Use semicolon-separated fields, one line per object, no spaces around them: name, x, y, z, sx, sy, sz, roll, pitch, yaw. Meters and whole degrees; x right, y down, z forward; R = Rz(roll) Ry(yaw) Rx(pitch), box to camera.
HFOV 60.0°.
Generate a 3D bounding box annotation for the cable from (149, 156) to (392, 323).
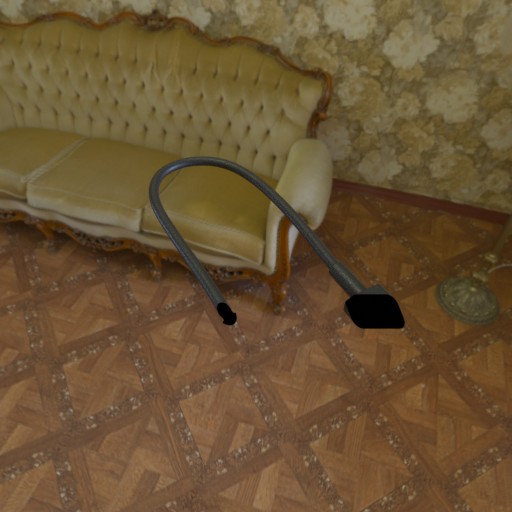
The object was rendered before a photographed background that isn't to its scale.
cable;0.000;0.000;0.112;0.040;0.006;0.098;-21;49;-20
